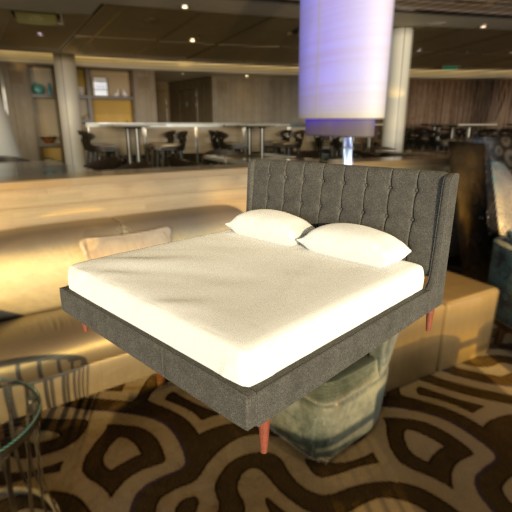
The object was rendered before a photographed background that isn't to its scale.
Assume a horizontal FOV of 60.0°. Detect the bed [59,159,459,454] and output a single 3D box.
[{"bbox_3d":[0.000,0.000,2.507,1.531,0.933,1.638,15,22,42],"label":"bed"}]
